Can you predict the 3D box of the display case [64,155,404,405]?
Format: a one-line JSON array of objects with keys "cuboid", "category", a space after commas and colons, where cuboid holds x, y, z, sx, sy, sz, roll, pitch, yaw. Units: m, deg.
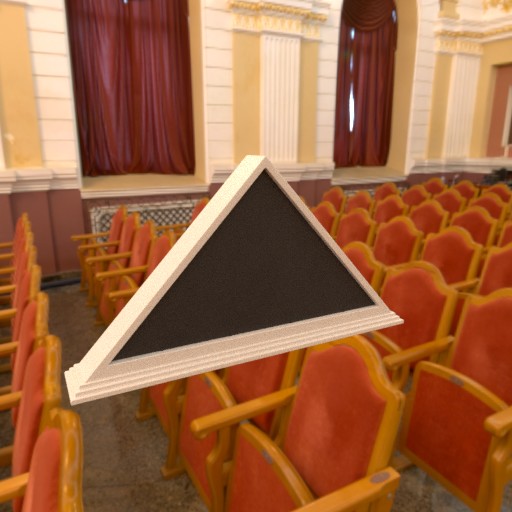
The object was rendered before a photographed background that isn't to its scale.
[{"cuboid": [0.000, 0.000, 0.770, 0.640, 0.340, 0.095, -7, 16, -27], "category": "display case"}]
